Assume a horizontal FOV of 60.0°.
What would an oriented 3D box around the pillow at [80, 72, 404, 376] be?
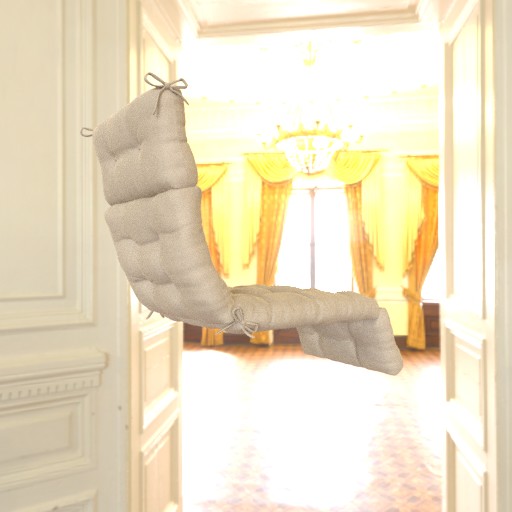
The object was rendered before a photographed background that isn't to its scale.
[{"bbox_3d":[0.000,0.000,1.503,1.016,0.863,0.526,0,0,-38],"label":"pillow"}]
